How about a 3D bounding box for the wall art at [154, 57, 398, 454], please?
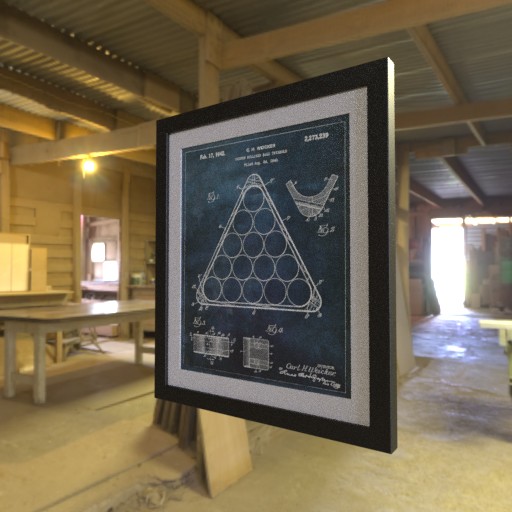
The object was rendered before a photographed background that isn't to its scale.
[{"bbox_3d":[0.000,0.000,0.699,0.432,0.508,0.025,-1,-2,35],"label":"wall art"}]
